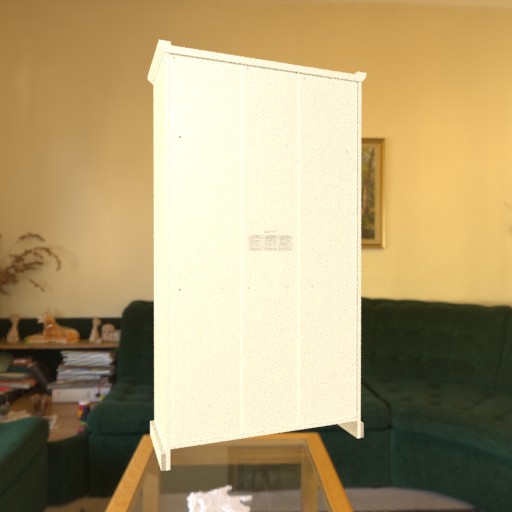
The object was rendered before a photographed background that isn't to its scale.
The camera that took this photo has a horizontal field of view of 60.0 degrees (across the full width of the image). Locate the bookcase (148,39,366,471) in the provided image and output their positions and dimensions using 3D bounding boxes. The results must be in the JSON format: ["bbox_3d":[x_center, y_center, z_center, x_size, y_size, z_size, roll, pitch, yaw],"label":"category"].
[{"bbox_3d":[0.000,0.000,2.307,1.050,1.880,0.432,0,1,-20],"label":"bookcase"}]
